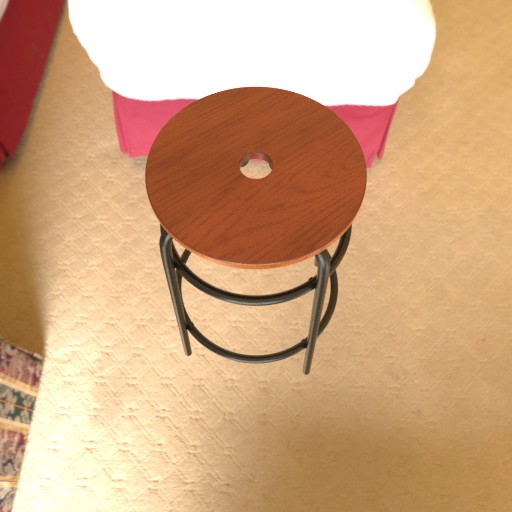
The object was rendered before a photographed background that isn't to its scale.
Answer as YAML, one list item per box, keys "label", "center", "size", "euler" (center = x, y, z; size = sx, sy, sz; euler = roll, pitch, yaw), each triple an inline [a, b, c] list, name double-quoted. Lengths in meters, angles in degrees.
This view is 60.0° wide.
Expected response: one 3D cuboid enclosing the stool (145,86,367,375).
- label: "stool"
  center: [0.000, 0.000, 0.943]
  size: [0.455, 0.610, 0.455]
  euler: [-33, 68, -15]
